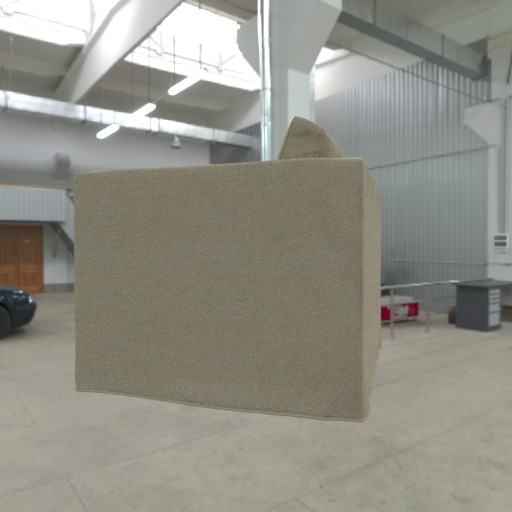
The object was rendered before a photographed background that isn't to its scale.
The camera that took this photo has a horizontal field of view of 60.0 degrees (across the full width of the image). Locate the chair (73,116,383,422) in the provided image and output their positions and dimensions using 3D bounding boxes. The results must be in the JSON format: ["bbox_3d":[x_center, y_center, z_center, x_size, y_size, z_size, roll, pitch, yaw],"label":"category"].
[{"bbox_3d":[0.000,0.000,1.774,0.949,0.863,1.057,0,1,18],"label":"chair"}]
